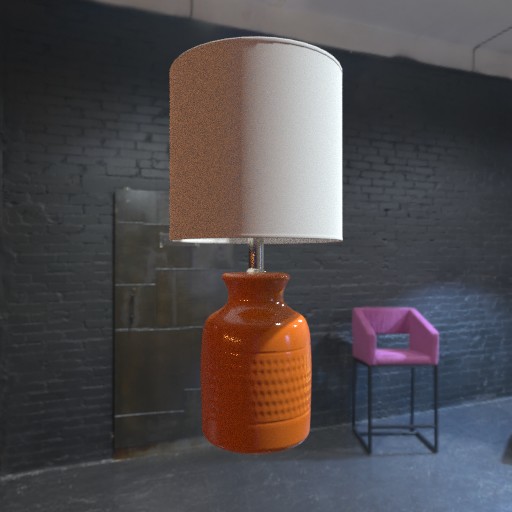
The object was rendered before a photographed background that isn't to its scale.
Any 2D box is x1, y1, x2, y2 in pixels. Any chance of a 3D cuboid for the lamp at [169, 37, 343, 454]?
[{"bbox_3d":[0.000,0.000,1.089,0.418,0.871,0.418,0,0,-19],"label":"lamp"}]
